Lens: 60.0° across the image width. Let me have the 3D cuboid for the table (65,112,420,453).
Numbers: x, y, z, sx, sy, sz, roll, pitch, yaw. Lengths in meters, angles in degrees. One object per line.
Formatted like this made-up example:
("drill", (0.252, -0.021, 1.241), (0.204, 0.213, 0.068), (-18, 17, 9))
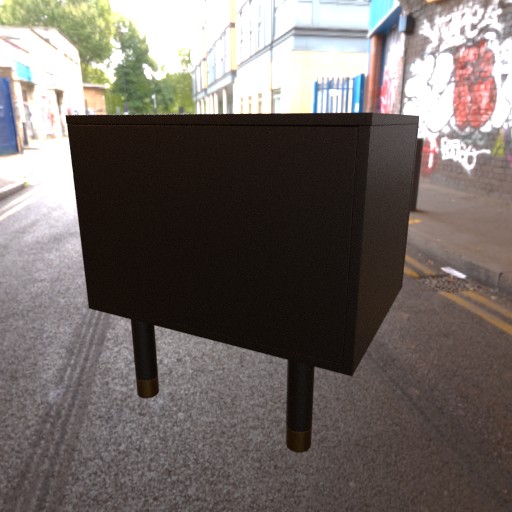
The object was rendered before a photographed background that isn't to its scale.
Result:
("table", (0.000, 0.000, 0.965), (0.564, 0.584, 0.441), (9, 19, 26))
